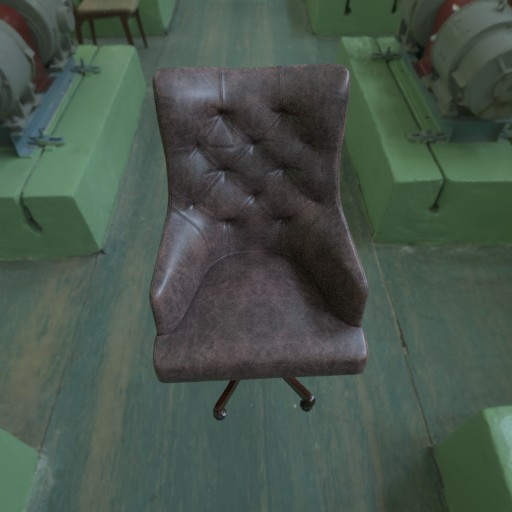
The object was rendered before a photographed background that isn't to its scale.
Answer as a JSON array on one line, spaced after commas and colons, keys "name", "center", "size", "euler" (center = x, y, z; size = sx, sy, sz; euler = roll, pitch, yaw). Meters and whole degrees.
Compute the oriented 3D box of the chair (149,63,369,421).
[{"name": "chair", "center": [0.000, 0.000, 1.482], "size": [0.641, 1.035, 0.762], "euler": [-2, 47, -2]}]
